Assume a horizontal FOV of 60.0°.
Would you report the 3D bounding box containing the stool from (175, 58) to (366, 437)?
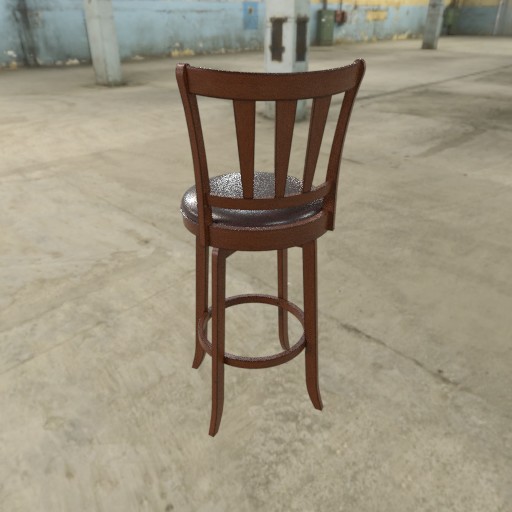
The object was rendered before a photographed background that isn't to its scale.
[{"bbox_3d":[0.000,0.000,1.429,0.464,1.177,0.503,-8,29,-15],"label":"stool"}]
